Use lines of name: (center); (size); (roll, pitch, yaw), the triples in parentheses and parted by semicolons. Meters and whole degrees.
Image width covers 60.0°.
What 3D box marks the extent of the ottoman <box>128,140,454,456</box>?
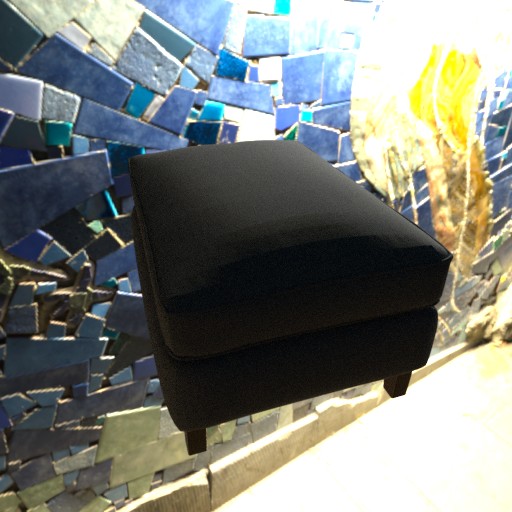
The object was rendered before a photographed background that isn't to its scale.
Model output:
ottoman: (0.000, 0.000, 0.980); (0.508, 0.406, 0.686); (-9, 32, -15)
